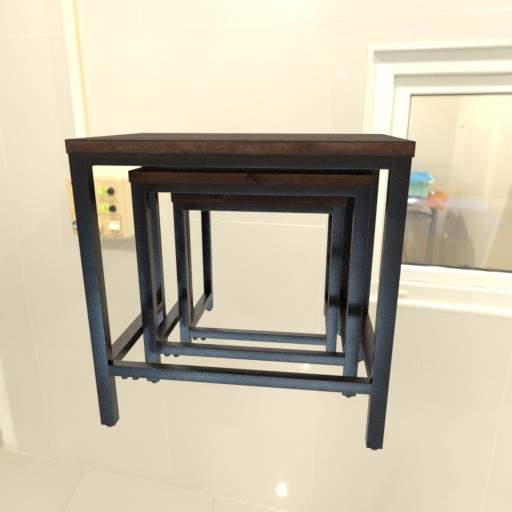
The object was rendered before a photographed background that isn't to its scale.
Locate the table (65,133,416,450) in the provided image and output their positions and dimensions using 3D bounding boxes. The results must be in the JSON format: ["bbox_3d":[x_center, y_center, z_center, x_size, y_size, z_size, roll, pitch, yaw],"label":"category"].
[{"bbox_3d":[0.000,0.000,1.159,0.608,0.616,0.660,2,17,7],"label":"table"}]
